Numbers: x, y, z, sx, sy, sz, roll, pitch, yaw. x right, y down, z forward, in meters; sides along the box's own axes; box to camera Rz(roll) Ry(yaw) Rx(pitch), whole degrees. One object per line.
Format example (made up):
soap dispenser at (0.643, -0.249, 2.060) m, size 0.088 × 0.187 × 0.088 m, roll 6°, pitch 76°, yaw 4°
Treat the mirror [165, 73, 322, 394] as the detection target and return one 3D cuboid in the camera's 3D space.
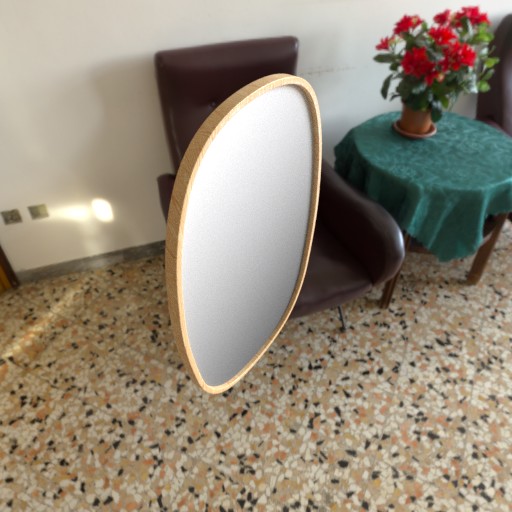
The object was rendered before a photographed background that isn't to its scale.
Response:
mirror at (0.000, 0.000, 1.391) m, size 0.037 × 1.075 × 0.724 m, roll 26°, pitch 48°, yaw 25°
